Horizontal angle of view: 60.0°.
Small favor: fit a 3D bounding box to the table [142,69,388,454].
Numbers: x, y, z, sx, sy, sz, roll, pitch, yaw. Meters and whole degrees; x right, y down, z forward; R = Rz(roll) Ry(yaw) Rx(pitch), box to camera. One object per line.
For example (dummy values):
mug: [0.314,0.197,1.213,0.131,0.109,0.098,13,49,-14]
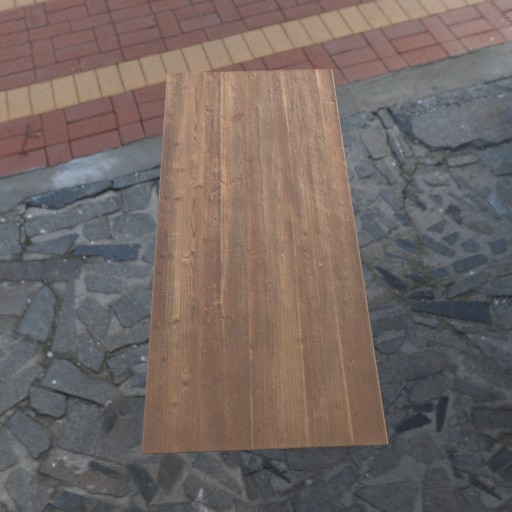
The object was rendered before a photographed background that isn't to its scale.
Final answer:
table: [0.000,0.000,2.476,0.952,0.760,2.003,-2,65,-1]
